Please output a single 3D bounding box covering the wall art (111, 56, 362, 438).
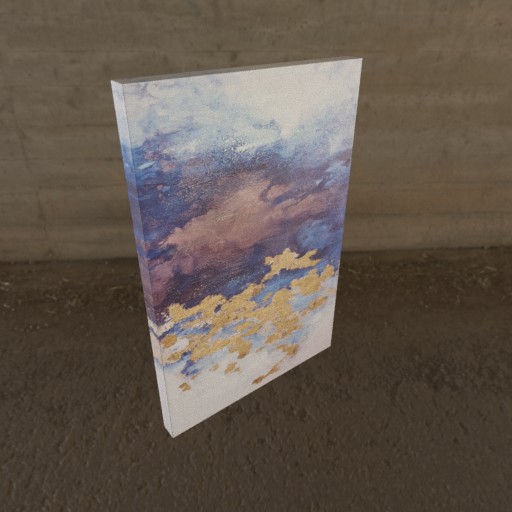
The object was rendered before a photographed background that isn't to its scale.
[{"bbox_3d":[0.000,0.000,1.107,0.583,0.874,0.048,-21,36,-32],"label":"wall art"}]
